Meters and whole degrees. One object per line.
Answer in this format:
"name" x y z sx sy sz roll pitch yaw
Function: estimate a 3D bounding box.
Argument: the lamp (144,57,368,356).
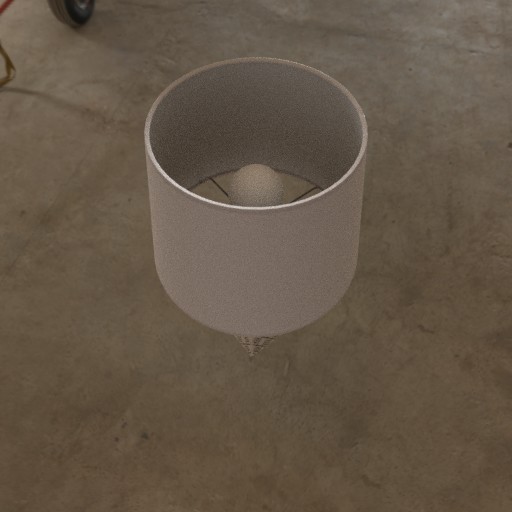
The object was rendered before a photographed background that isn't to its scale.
"lamp" 0.000 0.000 0.579 0.251 0.435 0.251 0 57 0
